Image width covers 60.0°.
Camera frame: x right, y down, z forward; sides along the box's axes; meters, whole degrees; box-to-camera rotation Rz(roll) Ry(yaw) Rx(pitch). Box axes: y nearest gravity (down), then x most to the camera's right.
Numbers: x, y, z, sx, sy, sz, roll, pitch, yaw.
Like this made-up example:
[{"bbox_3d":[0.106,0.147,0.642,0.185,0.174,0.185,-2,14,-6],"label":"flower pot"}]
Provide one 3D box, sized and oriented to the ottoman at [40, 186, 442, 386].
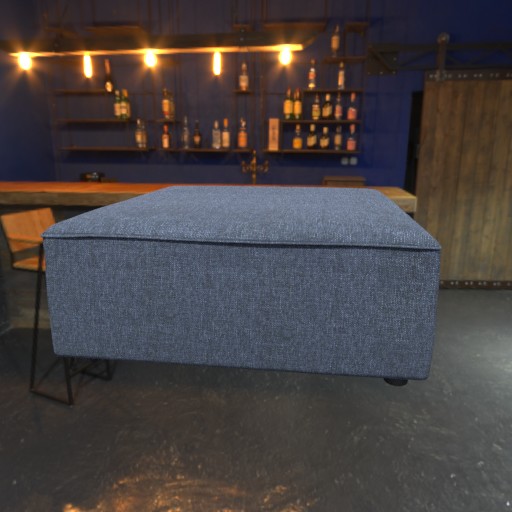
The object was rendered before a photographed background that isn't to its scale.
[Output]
[{"bbox_3d":[0.000,0.000,1.589,1.023,0.423,1.017,2,15,8],"label":"ottoman"}]
